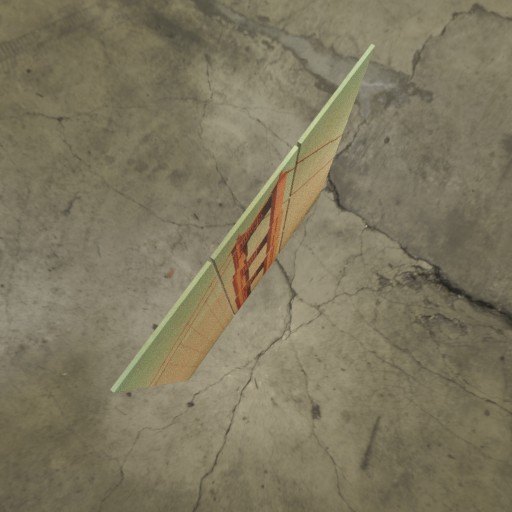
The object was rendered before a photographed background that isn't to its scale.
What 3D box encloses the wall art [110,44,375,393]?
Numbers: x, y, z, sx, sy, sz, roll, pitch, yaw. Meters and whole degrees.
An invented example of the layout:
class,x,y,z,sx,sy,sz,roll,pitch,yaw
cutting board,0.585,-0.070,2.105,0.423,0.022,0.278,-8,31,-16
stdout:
class,x,y,z,sx,sy,sz,roll,pitch,yaw
wall art,0.000,0.000,1.791,0.013,1.219,1.214,34,78,8
